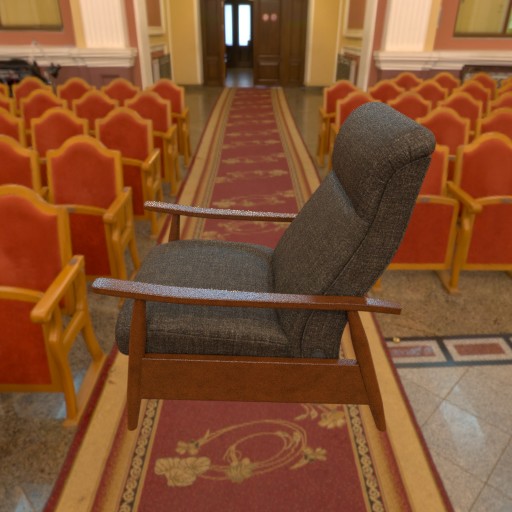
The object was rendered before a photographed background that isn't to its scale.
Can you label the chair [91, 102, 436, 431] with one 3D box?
[{"bbox_3d":[0.000,0.000,1.725,1.014,1.082,0.762,0,27,0],"label":"chair"}]
